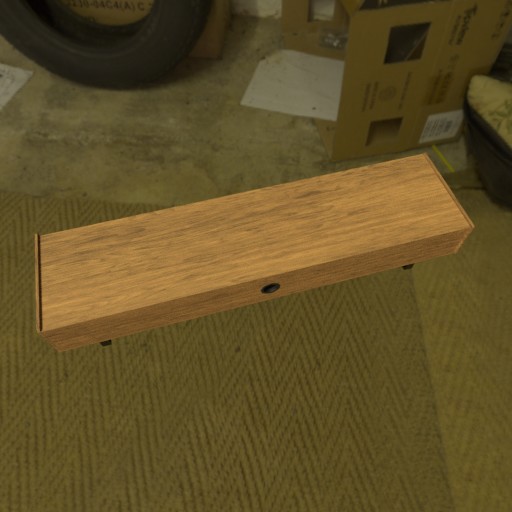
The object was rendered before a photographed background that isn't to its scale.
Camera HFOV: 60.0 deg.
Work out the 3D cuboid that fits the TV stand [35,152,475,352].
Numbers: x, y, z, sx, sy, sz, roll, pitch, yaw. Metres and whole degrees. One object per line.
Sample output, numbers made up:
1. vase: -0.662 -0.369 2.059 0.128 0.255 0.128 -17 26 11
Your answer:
1. TV stand: 0.000 0.000 2.043 1.796 0.415 0.467 -13 59 -8
